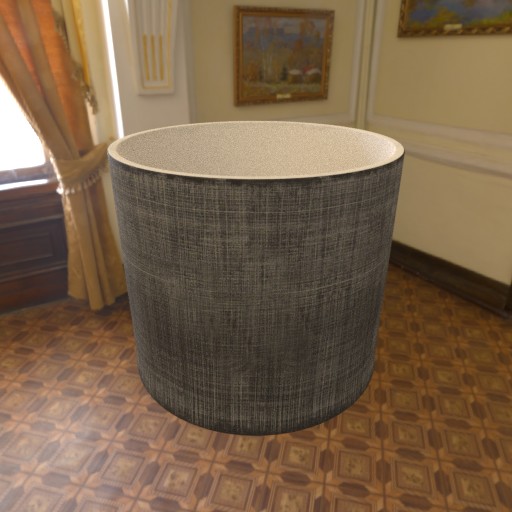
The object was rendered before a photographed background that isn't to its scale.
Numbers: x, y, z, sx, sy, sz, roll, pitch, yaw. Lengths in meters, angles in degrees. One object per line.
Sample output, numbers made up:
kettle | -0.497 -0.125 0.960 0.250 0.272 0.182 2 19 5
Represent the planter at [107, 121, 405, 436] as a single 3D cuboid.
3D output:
planter | 0.000 0.000 0.310 0.178 0.157 0.178 0 25 0
